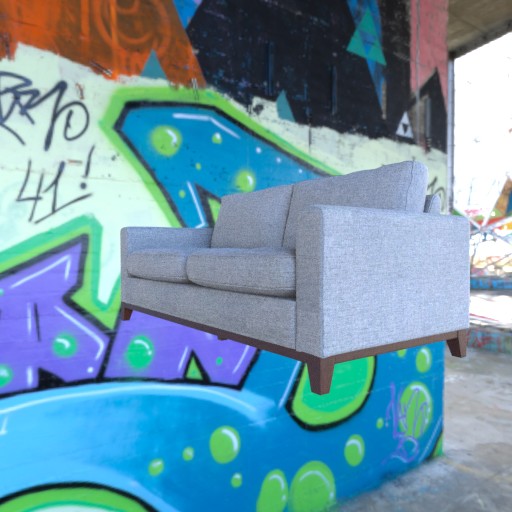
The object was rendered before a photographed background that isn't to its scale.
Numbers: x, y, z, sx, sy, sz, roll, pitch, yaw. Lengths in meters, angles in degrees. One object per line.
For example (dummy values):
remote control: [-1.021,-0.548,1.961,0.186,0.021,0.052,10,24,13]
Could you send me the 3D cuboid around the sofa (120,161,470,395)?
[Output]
sofa: [0.000,0.000,2.502,0.969,0.892,1.978,-1,1,-36]
